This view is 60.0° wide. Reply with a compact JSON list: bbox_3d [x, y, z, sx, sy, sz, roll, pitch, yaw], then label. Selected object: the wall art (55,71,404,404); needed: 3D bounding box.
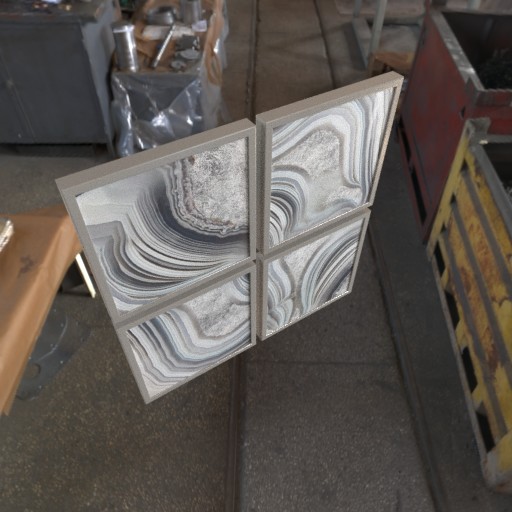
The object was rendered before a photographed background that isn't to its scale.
[{"bbox_3d":[0.000,0.000,0.910,0.611,0.611,0.029,-25,51,-22],"label":"wall art"}]
